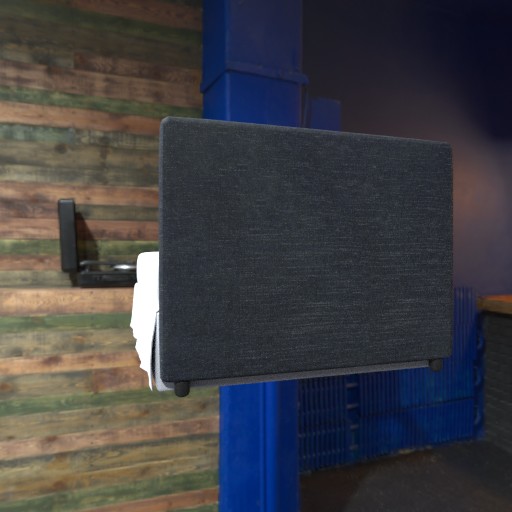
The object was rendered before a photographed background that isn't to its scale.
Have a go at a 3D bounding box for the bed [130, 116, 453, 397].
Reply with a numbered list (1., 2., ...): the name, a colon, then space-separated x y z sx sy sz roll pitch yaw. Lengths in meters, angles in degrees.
1. bed: 0.000 0.000 3.278 1.723 1.330 2.142 0 0 -18
